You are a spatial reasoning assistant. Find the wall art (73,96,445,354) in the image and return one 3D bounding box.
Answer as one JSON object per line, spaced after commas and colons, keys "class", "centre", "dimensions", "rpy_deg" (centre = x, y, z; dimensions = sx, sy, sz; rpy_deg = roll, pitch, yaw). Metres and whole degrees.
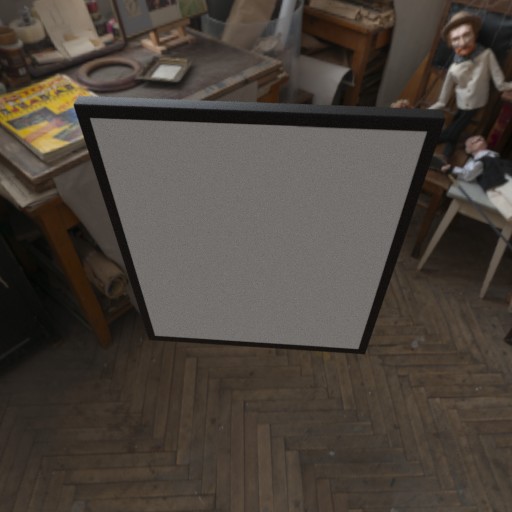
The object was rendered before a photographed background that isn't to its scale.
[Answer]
{"class": "wall art", "centre": [0.000, 0.000, 0.703], "dimensions": [0.430, 0.509, 0.021], "rpy_deg": [3, 47, 3]}
